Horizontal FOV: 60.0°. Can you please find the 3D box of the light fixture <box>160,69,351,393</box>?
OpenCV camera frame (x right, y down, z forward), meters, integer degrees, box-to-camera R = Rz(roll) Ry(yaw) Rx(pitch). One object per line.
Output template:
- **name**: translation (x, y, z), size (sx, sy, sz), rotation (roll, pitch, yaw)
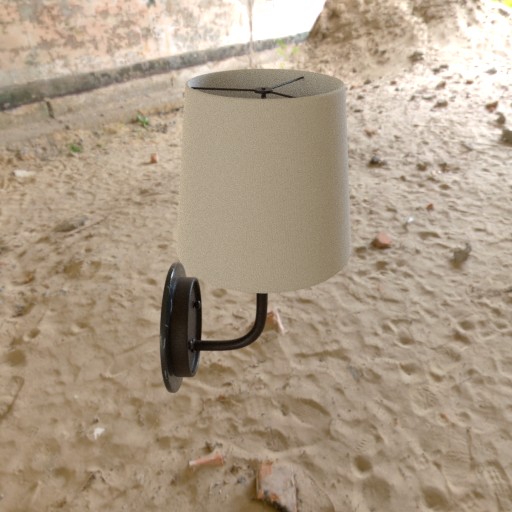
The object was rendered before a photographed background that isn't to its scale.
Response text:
- **light fixture**: translation (0.000, 0.000, 0.453), size (0.188, 0.337, 0.168), rotation (0, 32, 1)
